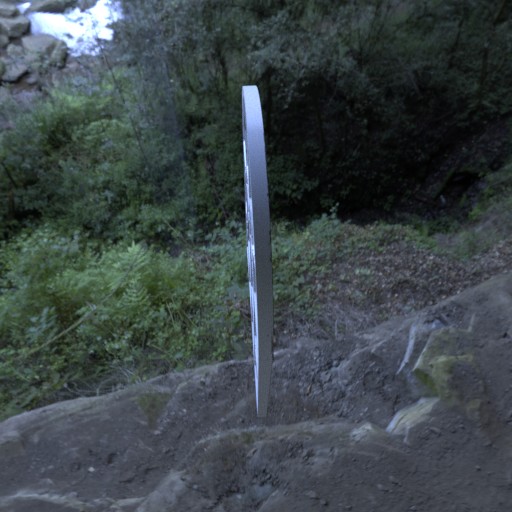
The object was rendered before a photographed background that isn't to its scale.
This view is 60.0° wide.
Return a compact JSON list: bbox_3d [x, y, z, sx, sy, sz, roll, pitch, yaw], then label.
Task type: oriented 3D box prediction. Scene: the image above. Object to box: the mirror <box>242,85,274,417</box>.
[{"bbox_3d":[0.000,0.000,1.194,0.032,0.920,0.660,-3,60,-2],"label":"mirror"}]
